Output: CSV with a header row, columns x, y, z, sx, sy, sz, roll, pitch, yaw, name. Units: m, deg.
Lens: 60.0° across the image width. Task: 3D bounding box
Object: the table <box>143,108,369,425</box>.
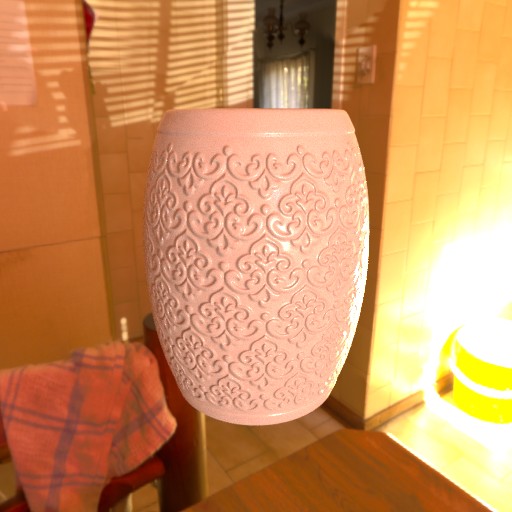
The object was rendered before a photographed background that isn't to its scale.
x,y,z,sx,sy,sz,roll,pitch,yaw,name
0.000,0.000,0.631,0.309,0.397,0.309,0,18,0,table
